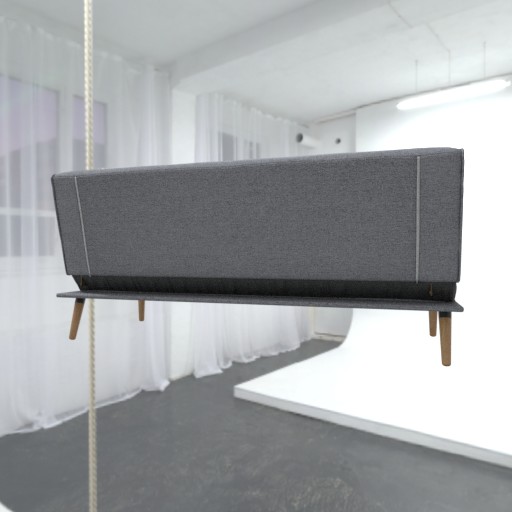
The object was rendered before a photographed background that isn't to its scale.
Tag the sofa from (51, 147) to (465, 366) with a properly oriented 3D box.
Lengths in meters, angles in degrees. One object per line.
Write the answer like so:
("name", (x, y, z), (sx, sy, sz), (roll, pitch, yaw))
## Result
("sofa", (0.000, 0.000, 2.232), (1.820, 0.830, 0.810), (0, 0, 17))
